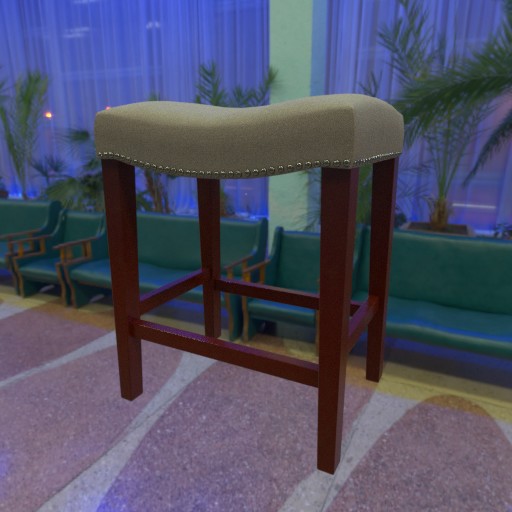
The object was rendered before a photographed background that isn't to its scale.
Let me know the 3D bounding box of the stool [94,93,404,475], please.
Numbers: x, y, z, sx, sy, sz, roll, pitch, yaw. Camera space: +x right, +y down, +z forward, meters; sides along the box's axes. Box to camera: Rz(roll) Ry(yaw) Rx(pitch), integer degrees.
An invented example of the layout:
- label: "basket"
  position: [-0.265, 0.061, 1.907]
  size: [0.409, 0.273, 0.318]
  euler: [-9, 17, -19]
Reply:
- label: "stool"
  position: [0.000, 0.000, 0.946]
  size: [0.509, 0.632, 0.375]
  euler: [8, 18, 27]
